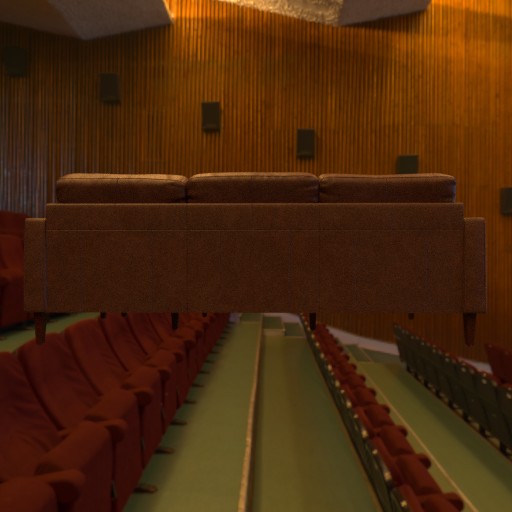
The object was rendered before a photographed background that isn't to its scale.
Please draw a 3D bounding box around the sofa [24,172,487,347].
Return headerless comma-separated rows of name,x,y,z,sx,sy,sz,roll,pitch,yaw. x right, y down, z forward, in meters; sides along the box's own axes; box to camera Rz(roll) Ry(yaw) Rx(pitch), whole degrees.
sofa,0.000,0.000,2.852,2.185,0.841,1.613,0,0,1
